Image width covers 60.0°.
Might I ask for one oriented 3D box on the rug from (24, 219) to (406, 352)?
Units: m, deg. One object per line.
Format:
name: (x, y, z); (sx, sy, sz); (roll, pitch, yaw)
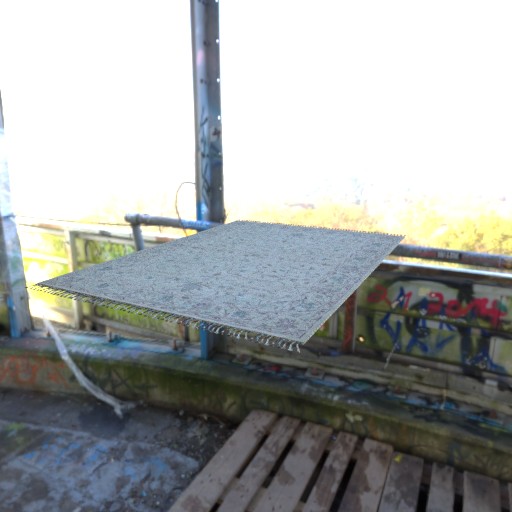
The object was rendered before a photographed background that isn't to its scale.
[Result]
rug: (0.000, 0.000, 2.326); (1.247, 0.008, 1.802); (8, 17, 27)
